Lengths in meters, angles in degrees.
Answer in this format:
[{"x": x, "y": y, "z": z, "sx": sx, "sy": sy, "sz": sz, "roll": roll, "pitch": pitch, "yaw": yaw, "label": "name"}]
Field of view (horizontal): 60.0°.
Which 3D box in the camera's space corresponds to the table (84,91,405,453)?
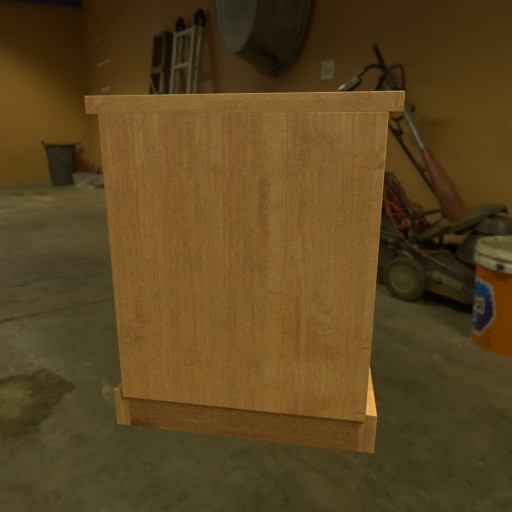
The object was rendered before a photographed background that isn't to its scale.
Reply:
[{"x": 0.000, "y": 0.000, "z": 1.238, "sx": 0.660, "sy": 0.813, "sz": 0.500, "roll": 3, "pitch": 15, "yaw": 10, "label": "table"}]
